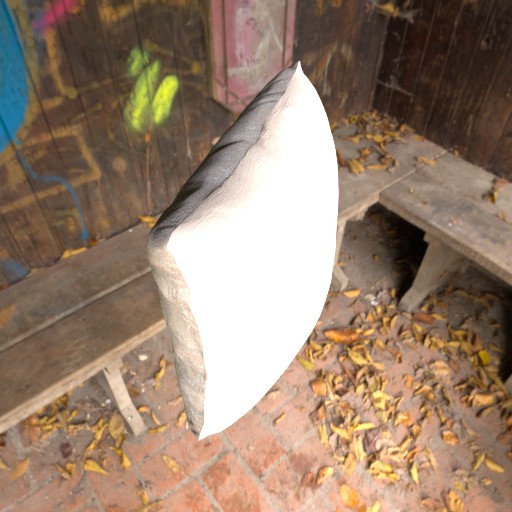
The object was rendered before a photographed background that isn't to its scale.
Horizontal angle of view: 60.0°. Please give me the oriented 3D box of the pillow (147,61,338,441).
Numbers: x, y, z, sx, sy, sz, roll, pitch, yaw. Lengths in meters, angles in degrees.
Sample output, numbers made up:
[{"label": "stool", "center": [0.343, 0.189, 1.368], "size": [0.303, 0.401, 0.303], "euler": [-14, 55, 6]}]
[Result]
[{"label": "pillow", "center": [0.000, 0.000, 0.703], "size": [0.245, 0.448, 0.450], "euler": [16, 48, 15]}]
